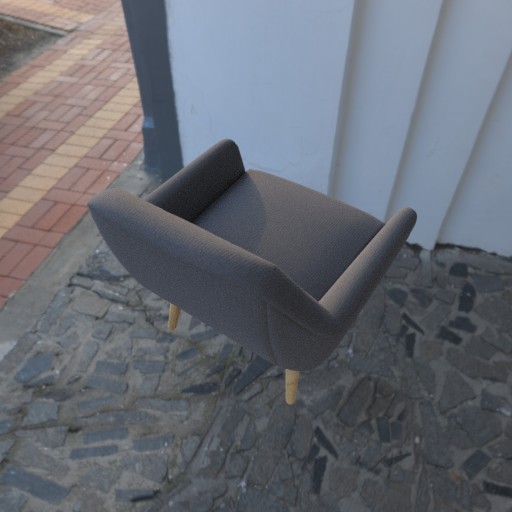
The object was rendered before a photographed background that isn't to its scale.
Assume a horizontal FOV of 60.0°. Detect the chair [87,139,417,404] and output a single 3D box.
[{"bbox_3d":[0.000,0.000,1.417,0.770,0.800,0.779,26,52,23],"label":"chair"}]
